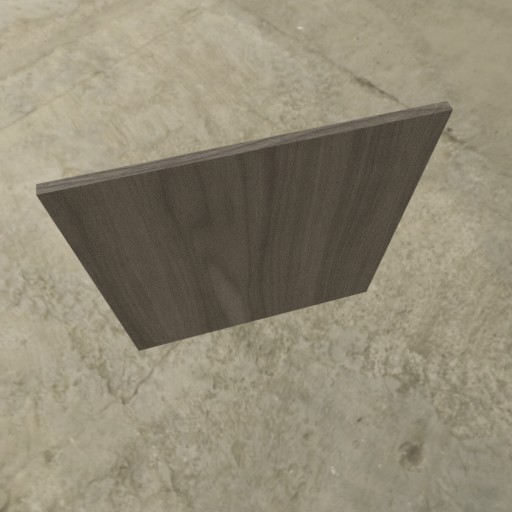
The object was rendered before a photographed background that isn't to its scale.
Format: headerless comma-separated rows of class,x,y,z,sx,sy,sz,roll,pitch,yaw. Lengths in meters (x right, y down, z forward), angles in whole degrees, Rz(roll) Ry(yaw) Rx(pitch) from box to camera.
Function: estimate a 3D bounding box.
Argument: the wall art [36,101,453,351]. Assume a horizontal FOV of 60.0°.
wall art,0.000,0.000,0.740,0.508,0.507,0.016,-13,60,-8
